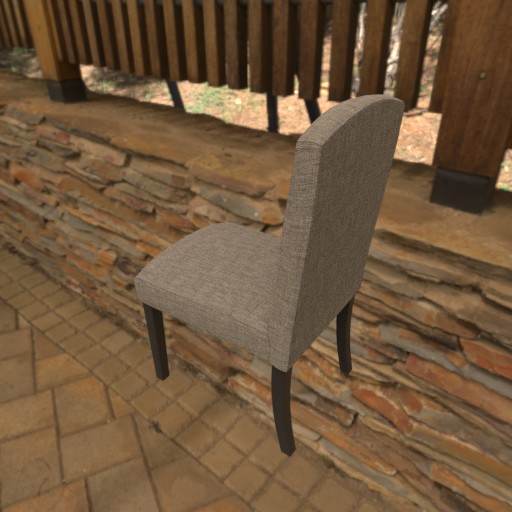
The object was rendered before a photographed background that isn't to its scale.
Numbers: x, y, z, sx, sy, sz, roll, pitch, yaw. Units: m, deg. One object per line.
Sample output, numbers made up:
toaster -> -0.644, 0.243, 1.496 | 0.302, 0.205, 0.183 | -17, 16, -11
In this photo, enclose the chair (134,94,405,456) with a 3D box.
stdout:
chair -> 0.000, 0.000, 1.263 | 0.580, 0.917, 0.451 | 19, 35, 30
